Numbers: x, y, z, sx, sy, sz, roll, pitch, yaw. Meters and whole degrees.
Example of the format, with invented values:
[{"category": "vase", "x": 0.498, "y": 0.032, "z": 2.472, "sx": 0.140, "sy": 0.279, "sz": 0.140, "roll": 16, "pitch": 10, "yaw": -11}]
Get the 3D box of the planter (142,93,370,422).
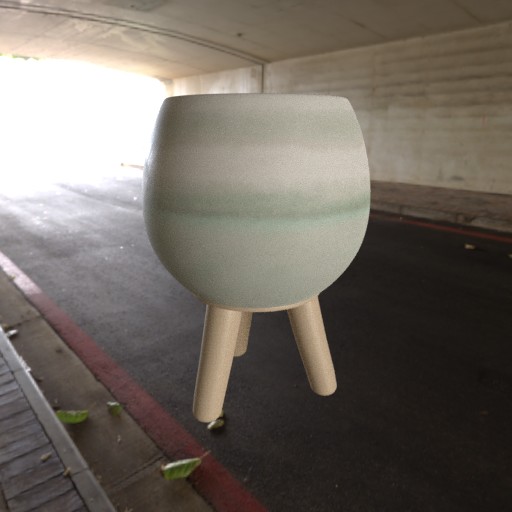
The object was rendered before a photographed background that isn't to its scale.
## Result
[{"category": "planter", "x": 0.000, "y": 0.000, "z": 0.335, "sx": 0.161, "sy": 0.224, "sz": 0.161, "roll": 0, "pitch": 16, "yaw": 0}]
